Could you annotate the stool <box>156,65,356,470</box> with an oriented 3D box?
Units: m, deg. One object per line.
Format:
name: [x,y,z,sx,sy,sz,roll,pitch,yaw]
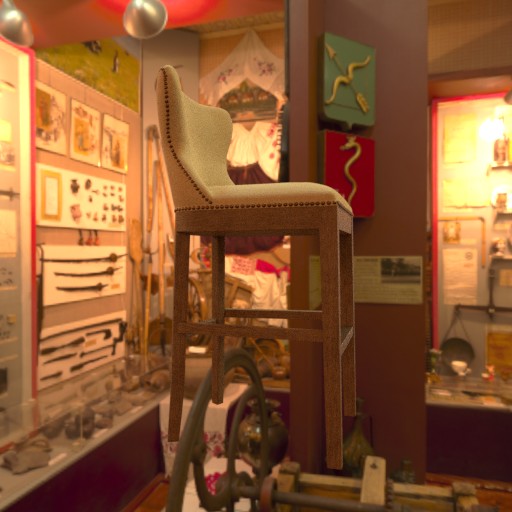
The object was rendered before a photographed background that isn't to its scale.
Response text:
stool: [0.000,0.000,1.449,0.606,1.123,0.494,0,1,18]
